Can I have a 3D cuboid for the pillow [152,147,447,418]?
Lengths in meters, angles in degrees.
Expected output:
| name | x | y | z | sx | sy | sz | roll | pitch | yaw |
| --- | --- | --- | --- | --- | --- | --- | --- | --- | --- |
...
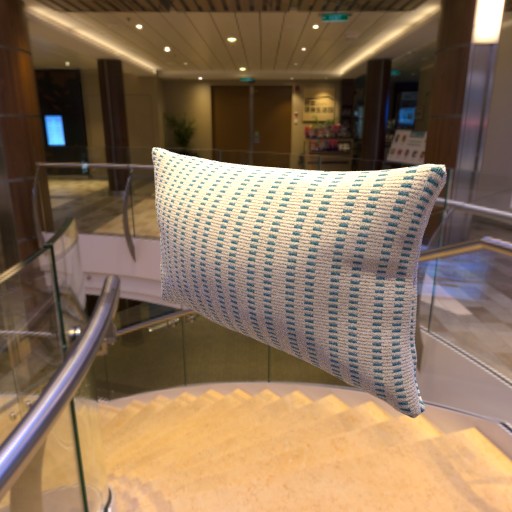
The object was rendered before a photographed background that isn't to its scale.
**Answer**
| name | x | y | z | sx | sy | sz | roll | pitch | yaw |
| --- | --- | --- | --- | --- | --- | --- | --- | --- | --- |
| pillow | 0.000 | 0.000 | 0.783 | 0.640 | 0.353 | 0.210 | 16 | 23 | 43 |
